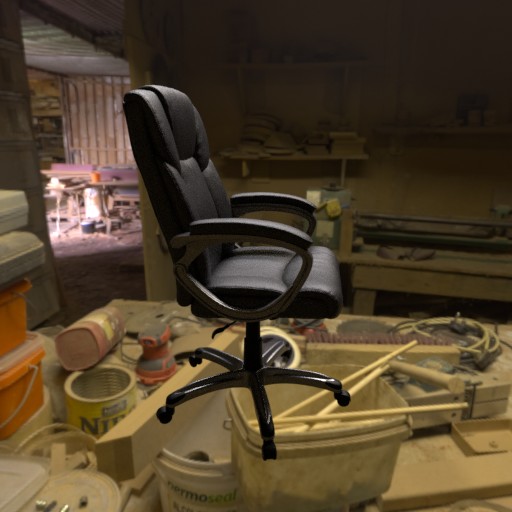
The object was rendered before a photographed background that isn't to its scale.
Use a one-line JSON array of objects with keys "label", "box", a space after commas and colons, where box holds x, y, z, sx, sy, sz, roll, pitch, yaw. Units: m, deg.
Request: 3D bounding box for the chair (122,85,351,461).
[{"label": "chair", "box": [0.000, 0.000, 1.571, 0.719, 1.130, 0.721, 3, 16, 9]}]
